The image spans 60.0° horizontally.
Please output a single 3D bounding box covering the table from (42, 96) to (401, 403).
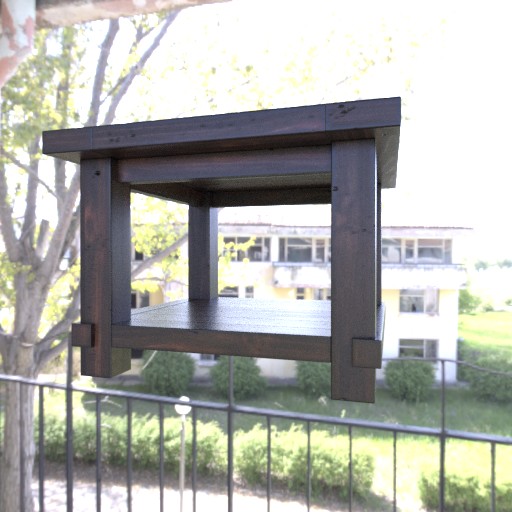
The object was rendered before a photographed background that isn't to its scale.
[{"bbox_3d":[0.000,0.000,0.973,0.593,0.437,0.606,0,0,17],"label":"table"}]
